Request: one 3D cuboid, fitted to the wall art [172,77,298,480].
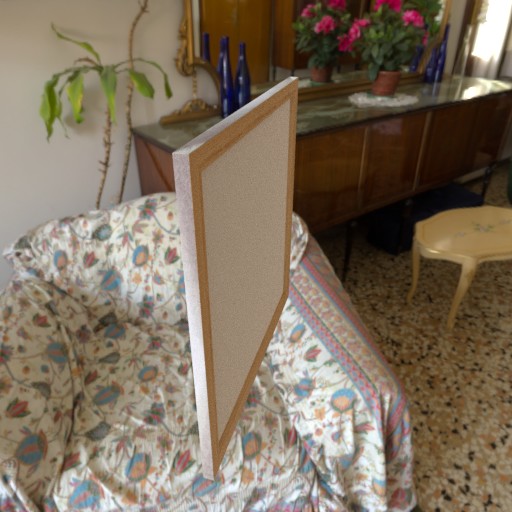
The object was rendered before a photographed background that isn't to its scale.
[{"bbox_3d":[0.000,0.000,1.143,0.027,0.762,0.762,8,31,14],"label":"wall art"}]
